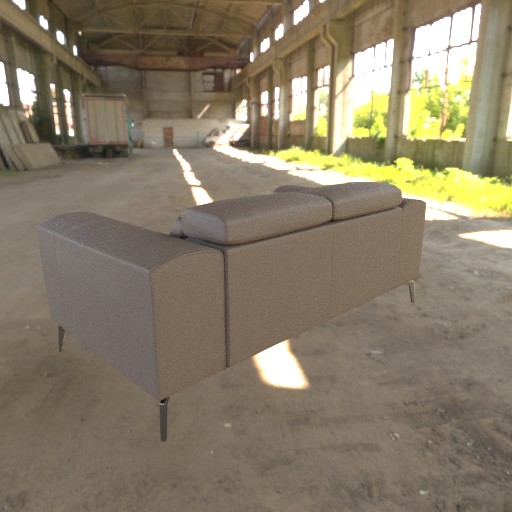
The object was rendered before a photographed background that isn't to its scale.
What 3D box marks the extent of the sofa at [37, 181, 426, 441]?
[{"bbox_3d":[0.000,0.000,2.381,1.895,0.779,1.003,-15,22,-42],"label":"sofa"}]
